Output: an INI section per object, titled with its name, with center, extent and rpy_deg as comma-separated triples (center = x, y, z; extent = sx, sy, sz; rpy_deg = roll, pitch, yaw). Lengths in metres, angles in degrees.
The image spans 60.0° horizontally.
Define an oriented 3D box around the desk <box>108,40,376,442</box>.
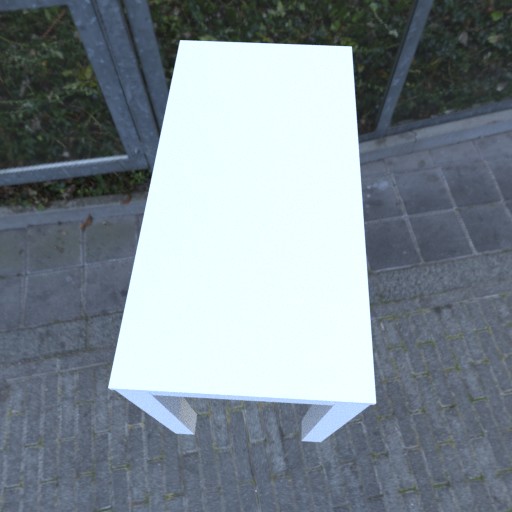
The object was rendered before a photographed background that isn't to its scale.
[desk]
center = 0.000, 0.000, 1.388
extent = 0.497, 0.762, 0.990
rpy_deg = 3, 62, 1
